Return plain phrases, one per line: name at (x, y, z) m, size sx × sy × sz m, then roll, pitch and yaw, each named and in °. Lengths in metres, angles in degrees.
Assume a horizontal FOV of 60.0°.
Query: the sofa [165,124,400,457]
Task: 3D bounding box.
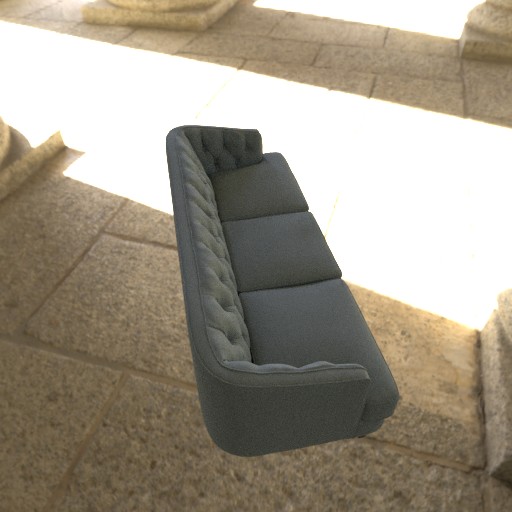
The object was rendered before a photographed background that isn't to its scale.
sofa at (0.000, 0.000, 2.798) m, size 0.941 × 0.855 × 2.278 m, roll -8°, pitch 44°, yaw -9°
